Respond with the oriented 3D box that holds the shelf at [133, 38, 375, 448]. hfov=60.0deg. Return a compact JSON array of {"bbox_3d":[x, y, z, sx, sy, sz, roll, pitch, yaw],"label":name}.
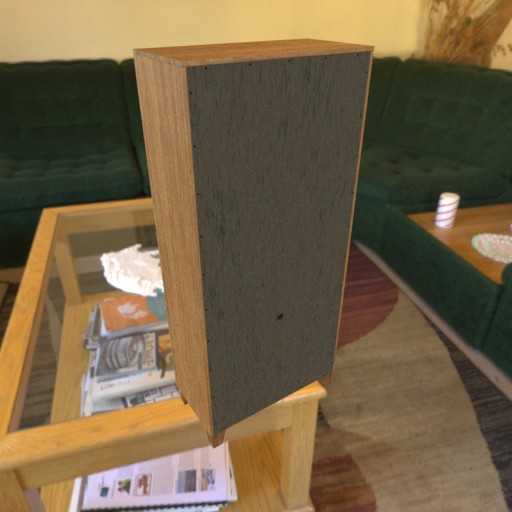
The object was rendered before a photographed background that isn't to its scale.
[{"bbox_3d":[0.000,0.000,2.256,0.864,1.930,0.453,-19,35,-28],"label":"shelf"}]
